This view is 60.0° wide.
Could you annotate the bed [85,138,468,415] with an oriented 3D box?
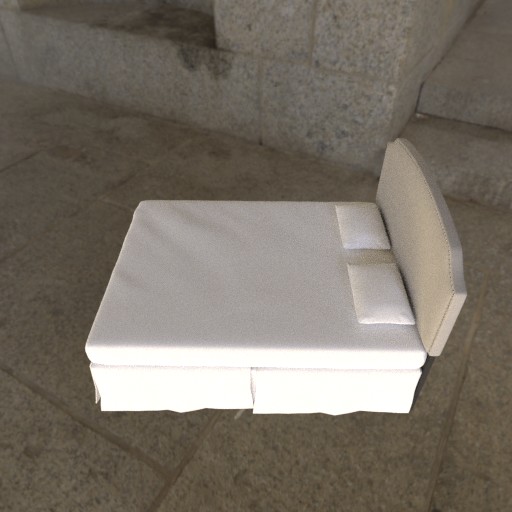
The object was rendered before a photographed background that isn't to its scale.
[{"bbox_3d":[0.000,0.000,2.928,1.999,1.270,1.558,1,41,1],"label":"bed"}]
